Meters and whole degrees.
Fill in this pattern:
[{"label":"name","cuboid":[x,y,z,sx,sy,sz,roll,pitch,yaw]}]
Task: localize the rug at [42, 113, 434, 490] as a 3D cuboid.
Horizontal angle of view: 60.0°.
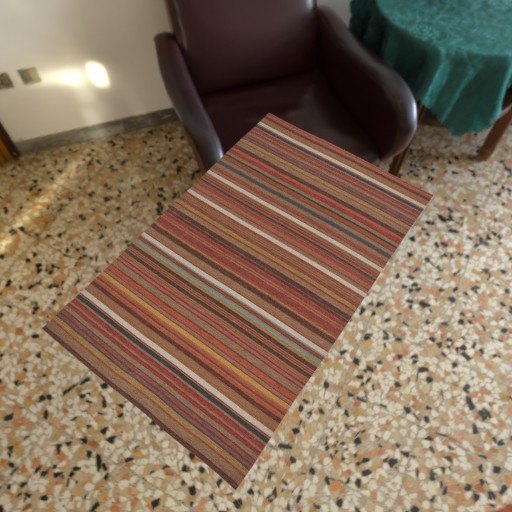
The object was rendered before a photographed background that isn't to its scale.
[{"label":"rug","cuboid":[0.000,0.000,3.040,1.523,0.008,2.438,32,64,18]}]
